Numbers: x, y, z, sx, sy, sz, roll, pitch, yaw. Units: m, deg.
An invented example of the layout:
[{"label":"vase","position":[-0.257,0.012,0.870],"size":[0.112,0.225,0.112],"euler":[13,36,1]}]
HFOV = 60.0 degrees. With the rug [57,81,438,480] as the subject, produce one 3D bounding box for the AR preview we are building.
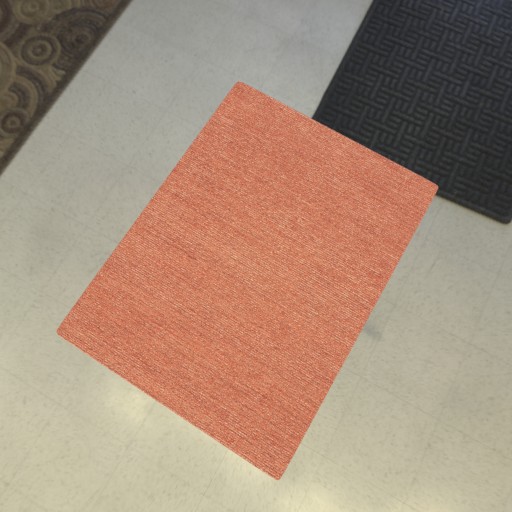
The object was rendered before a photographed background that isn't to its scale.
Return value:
[{"label":"rug","position":[0.000,0.000,2.837],"size":[1.594,0.009,2.112],"euler":[30,77,8]}]
